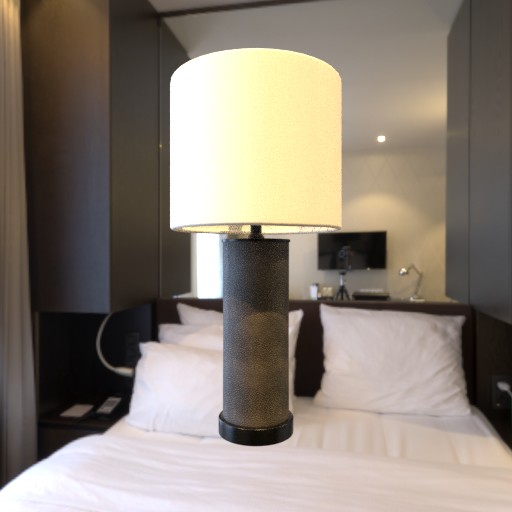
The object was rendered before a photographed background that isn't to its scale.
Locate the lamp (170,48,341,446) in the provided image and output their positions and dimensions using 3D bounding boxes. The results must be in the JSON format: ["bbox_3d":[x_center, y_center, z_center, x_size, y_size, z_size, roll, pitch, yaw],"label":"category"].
[{"bbox_3d":[0.000,0.000,0.805,0.305,0.634,0.305,0,0,-19],"label":"lamp"}]
